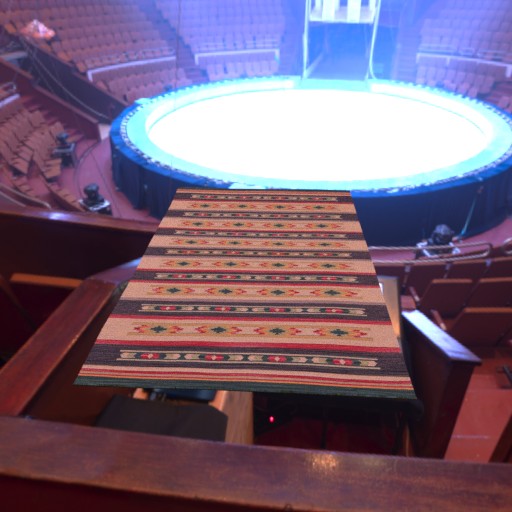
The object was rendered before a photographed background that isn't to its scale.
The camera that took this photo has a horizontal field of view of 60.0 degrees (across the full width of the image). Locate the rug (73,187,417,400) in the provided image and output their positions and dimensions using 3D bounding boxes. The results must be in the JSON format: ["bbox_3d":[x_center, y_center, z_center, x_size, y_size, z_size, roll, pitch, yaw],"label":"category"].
[{"bbox_3d":[0.000,0.000,2.937,1.522,0.010,2.311,2,31,3],"label":"rug"}]
